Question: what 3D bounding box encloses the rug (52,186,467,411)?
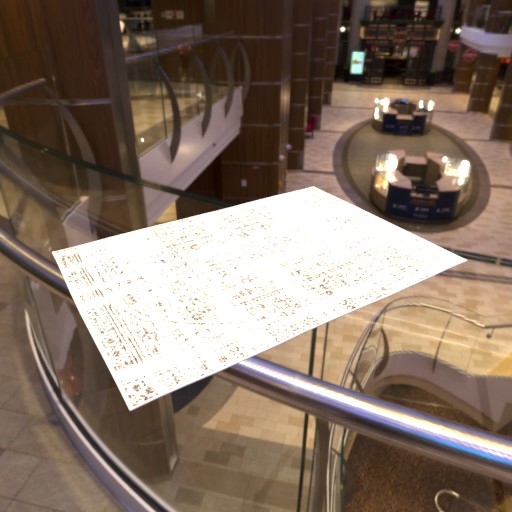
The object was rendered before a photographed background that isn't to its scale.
[{"bbox_3d":[0.000,0.000,3.149,2.438,0.026,1.706,-18,34,-28],"label":"rug"}]
